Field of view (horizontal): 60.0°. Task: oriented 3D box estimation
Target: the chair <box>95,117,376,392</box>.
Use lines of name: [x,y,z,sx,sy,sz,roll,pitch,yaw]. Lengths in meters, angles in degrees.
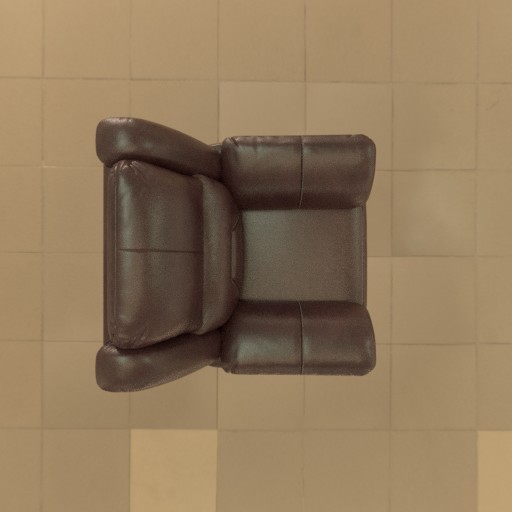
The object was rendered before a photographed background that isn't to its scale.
chair: [0.000,0.000,1.871,1.041,1.093,0.990,0,90,-1]
